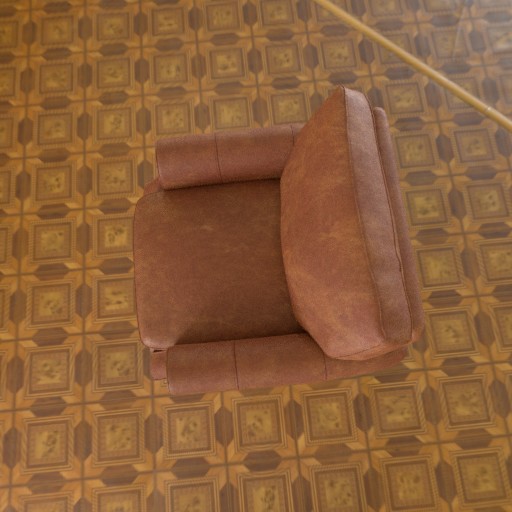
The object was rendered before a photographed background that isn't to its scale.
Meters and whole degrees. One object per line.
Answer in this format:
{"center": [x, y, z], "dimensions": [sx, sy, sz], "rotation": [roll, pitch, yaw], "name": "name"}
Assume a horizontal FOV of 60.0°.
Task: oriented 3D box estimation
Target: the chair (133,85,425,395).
{"center": [0.000, 0.000, 1.724], "dimensions": [0.986, 0.962, 0.983], "rotation": [-6, 75, -1], "name": "chair"}
